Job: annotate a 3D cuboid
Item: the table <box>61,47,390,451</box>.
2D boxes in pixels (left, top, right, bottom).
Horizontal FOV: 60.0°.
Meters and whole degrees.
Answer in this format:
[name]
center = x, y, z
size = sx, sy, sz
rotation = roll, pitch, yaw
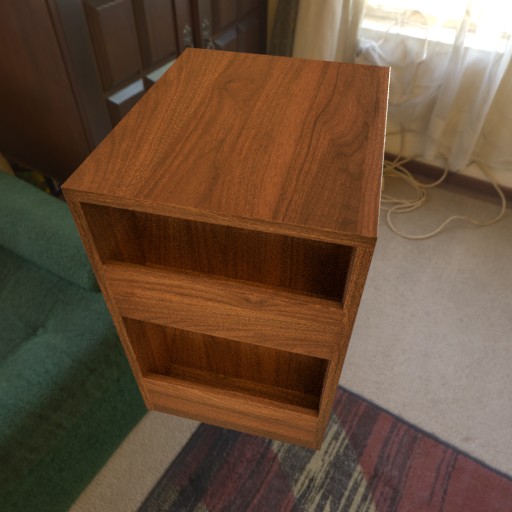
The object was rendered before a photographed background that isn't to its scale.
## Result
[table]
center = 0.000, 0.000, 1.522
size = 0.660, 1.041, 0.786
rotation = 10, 46, 10
